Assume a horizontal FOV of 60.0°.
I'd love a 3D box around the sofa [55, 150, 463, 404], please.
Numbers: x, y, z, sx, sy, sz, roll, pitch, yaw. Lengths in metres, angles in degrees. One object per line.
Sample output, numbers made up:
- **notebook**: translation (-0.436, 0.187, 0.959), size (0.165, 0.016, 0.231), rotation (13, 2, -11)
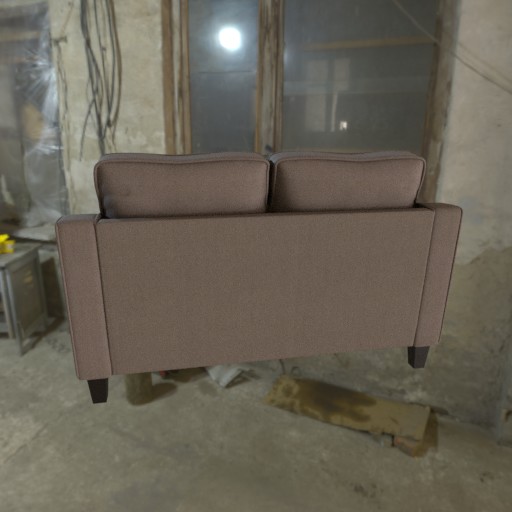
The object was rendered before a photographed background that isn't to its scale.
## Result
- **sofa**: translation (0.000, 0.000, 2.022), size (1.500, 0.948, 0.791), rotation (-3, 16, -11)
